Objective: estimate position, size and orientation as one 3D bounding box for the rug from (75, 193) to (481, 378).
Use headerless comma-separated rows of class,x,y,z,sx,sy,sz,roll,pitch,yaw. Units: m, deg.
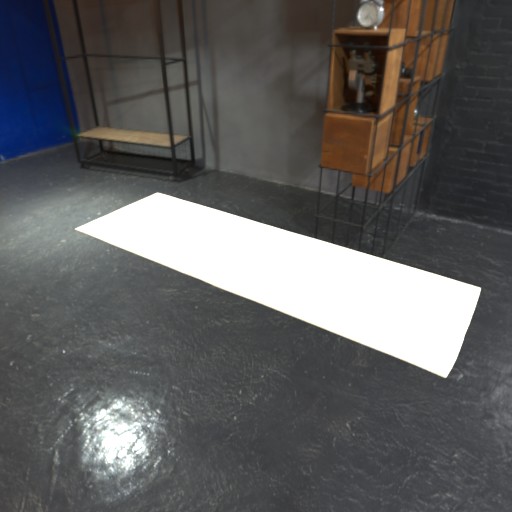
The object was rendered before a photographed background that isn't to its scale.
rug,0.000,0.000,2.710,2.450,0.014,0.793,19,35,29
